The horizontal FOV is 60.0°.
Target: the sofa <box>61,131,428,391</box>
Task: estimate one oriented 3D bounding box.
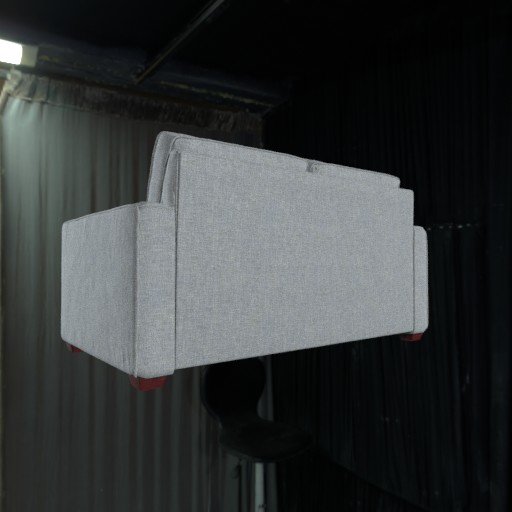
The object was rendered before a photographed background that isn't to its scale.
[{"bbox_3d":[0.000,0.000,2.288,1.706,0.915,0.945,1,-1,-38],"label":"sofa"}]
